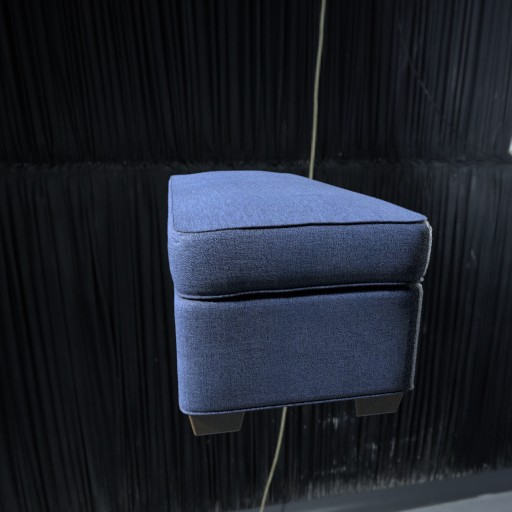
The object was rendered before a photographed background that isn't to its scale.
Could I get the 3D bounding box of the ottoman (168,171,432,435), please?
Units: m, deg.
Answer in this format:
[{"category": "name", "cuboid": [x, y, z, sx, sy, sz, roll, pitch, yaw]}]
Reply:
[{"category": "ottoman", "cuboid": [0.000, 0.000, 1.363, 0.515, 0.460, 1.110, -3, 15, -10]}]
